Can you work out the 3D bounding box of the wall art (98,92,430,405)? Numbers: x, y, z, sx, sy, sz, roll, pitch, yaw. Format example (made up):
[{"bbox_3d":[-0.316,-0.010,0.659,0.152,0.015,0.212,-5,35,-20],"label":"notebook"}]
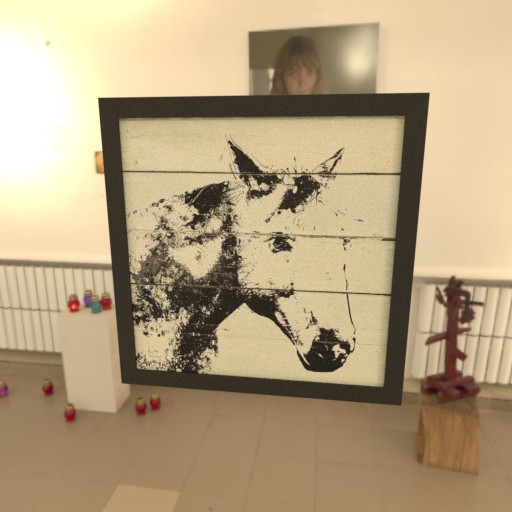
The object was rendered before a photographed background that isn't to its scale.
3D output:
[{"bbox_3d":[0.000,0.000,1.488,1.016,1.016,0.038,2,14,8],"label":"wall art"}]
